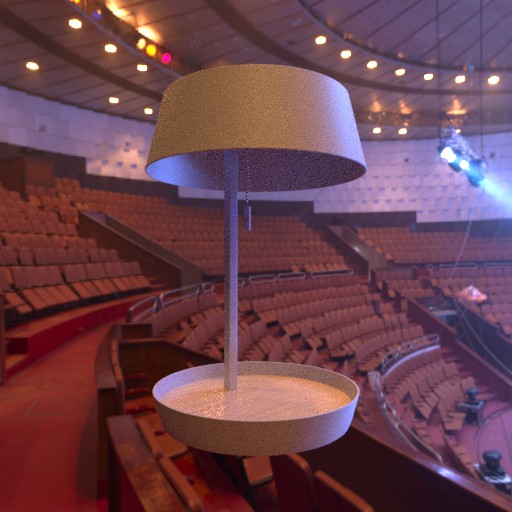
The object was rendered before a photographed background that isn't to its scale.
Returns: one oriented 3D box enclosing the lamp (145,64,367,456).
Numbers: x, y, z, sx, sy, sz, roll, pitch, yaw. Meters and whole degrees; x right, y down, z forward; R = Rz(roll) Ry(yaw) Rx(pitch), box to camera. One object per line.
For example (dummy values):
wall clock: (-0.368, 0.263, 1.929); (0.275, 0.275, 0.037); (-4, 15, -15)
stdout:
lamp: (0.000, 0.000, 0.597); (0.291, 0.429, 0.291); (0, -1, 0)
